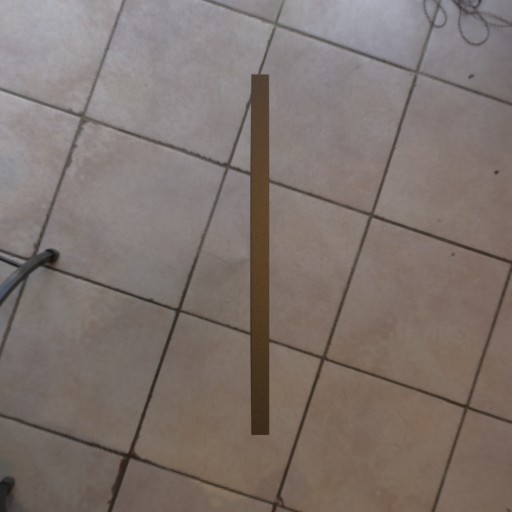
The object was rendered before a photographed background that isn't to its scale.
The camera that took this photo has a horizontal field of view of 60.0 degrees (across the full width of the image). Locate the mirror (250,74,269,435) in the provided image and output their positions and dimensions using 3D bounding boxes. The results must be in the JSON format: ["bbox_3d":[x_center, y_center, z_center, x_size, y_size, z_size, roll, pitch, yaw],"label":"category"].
[{"bbox_3d":[0.000,0.000,1.545,0.038,1.219,0.762,0,90,-1],"label":"mirror"}]
